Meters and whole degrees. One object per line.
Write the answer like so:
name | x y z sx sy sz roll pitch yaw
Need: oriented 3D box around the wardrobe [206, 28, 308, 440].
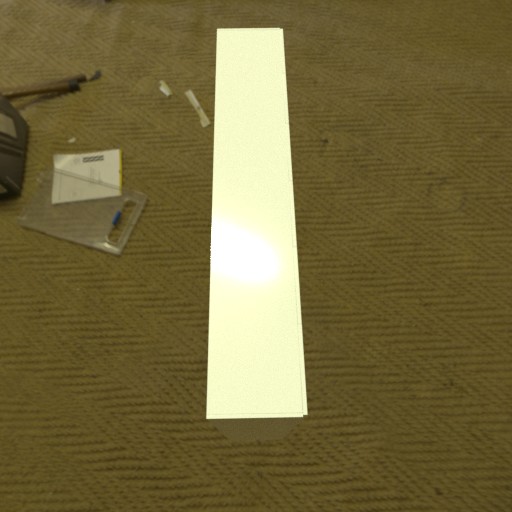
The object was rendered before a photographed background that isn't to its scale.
wardrobe | 0.000 0.000 4.048 0.580 2.360 3.000 -1 65 0
